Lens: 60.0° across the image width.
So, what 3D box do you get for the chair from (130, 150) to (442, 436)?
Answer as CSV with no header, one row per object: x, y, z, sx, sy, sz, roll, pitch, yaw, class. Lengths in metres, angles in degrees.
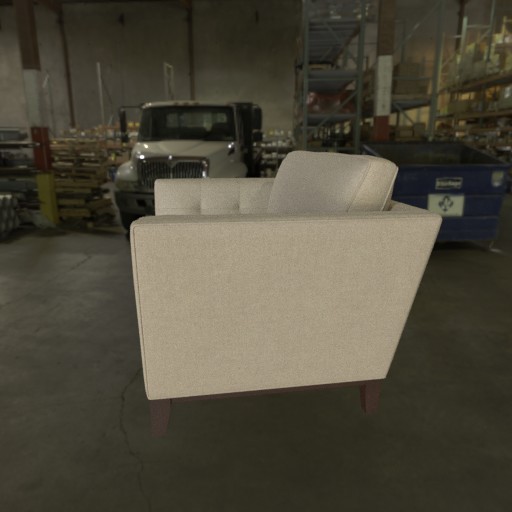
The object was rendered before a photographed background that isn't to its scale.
0.000,0.000,2.053,0.965,0.940,1.397,-2,15,-9,chair
